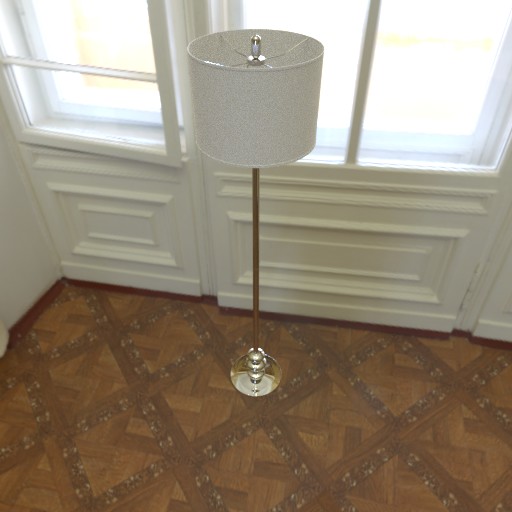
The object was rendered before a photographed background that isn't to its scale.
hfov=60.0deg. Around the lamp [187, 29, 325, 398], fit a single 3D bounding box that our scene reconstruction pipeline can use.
[{"bbox_3d":[0.000,0.000,1.620,0.356,1.487,0.356,-24,46,-26],"label":"lamp"}]
